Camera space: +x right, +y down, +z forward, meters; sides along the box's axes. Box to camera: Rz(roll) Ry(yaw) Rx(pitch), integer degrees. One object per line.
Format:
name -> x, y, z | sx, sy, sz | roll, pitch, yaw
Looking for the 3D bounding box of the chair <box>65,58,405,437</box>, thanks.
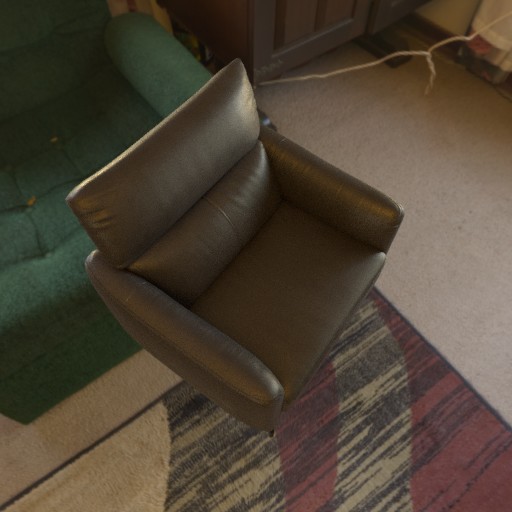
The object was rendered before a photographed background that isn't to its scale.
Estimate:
chair -> 0.000, 0.000, 1.670 | 0.809, 0.949, 0.976 | 31, 63, 18
